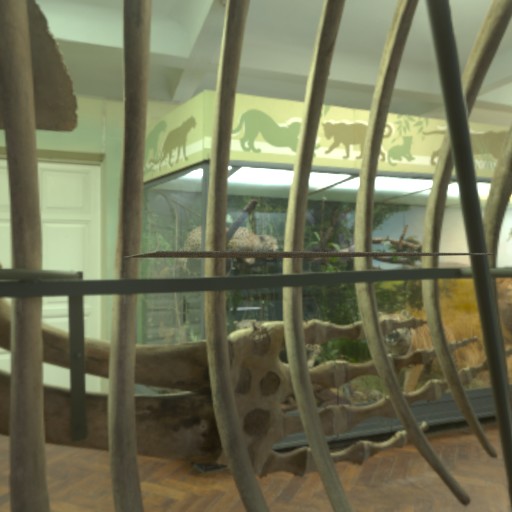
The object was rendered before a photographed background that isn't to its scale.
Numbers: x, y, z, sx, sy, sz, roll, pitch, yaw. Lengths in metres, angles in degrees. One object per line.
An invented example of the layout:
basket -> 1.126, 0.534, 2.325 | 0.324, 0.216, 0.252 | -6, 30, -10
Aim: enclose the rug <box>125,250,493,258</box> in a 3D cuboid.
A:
rug -> 0.000, 0.000, 2.843 | 1.522, 0.008, 2.284 | 0, -1, -19
